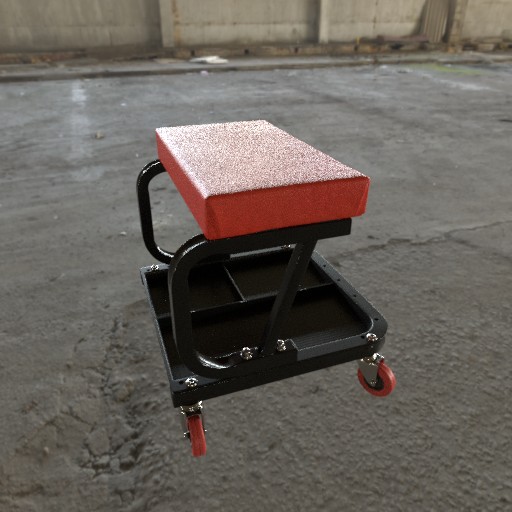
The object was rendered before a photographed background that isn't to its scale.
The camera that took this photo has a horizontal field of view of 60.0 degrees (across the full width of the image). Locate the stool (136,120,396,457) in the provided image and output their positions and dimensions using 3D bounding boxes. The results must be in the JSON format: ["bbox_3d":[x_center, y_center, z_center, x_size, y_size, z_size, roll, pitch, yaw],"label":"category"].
[{"bbox_3d":[0.000,0.000,0.762,0.371,0.380,0.446,-10,30,-17],"label":"stool"}]
